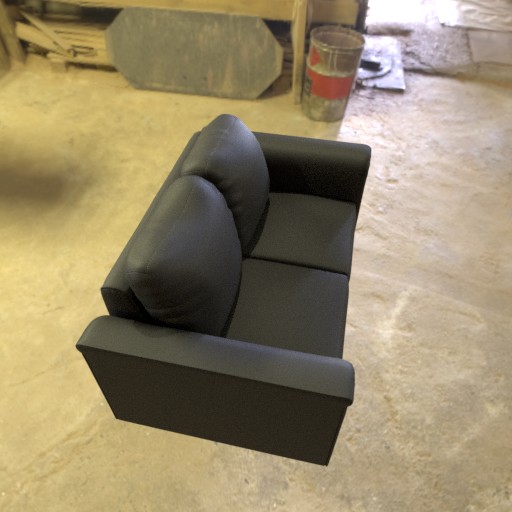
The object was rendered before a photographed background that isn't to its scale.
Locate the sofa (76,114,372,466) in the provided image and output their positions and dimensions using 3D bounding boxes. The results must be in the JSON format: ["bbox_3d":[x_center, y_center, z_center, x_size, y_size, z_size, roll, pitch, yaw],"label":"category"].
[{"bbox_3d":[0.000,0.000,1.949,0.887,0.845,1.386,9,47,9],"label":"sofa"}]
